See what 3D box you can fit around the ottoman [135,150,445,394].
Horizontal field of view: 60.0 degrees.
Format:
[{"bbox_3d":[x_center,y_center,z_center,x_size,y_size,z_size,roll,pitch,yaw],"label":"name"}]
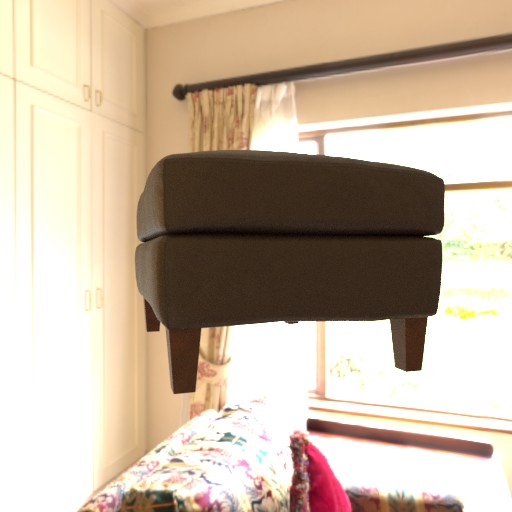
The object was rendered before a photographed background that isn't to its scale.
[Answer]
[{"bbox_3d":[0.000,0.000,1.299,0.659,0.529,0.887,0,0,-18],"label":"ottoman"}]
